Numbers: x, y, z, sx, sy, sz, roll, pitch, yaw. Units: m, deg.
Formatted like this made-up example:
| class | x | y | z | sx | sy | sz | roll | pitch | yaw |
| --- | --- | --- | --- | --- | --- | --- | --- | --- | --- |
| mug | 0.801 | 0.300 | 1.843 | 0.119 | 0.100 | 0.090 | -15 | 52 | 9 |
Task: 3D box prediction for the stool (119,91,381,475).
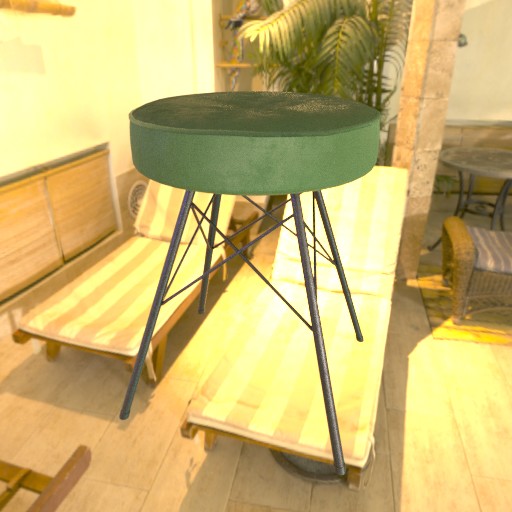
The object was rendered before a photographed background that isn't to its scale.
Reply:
| class | x | y | z | sx | sy | sz | roll | pitch | yaw |
| --- | --- | --- | --- | --- | --- | --- | --- | --- | --- |
| stool | 0.000 | 0.000 | 0.890 | 0.457 | 0.595 | 0.430 | 8 | 27 | 15 |
